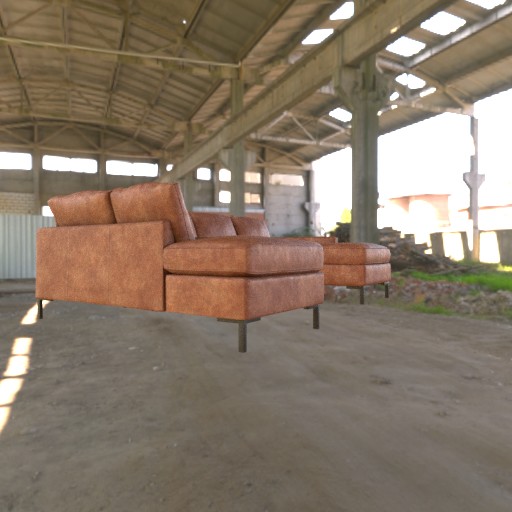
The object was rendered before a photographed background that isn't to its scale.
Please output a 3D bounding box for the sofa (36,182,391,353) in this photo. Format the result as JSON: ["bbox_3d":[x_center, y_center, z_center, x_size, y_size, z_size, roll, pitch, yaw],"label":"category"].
[{"bbox_3d":[0.000,0.000,3.874,1.939,0.900,2.956,0,1,35],"label":"sofa"}]
